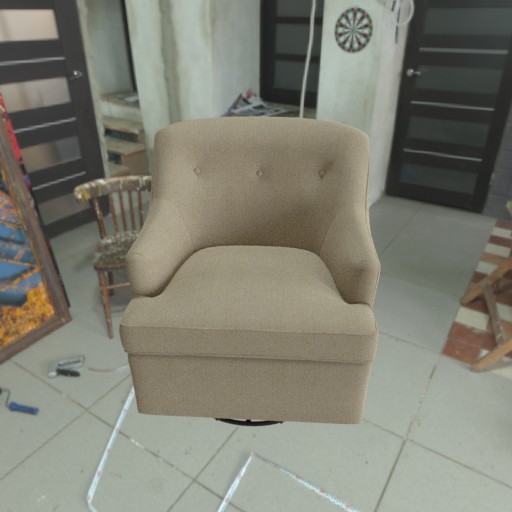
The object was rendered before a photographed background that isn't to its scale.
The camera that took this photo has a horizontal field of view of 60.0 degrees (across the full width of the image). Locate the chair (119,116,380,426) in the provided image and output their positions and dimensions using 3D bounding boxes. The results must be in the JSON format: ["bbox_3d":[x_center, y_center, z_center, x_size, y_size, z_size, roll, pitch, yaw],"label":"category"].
[{"bbox_3d":[0.000,0.000,1.672,0.864,0.856,0.923,2,29,3],"label":"chair"}]
